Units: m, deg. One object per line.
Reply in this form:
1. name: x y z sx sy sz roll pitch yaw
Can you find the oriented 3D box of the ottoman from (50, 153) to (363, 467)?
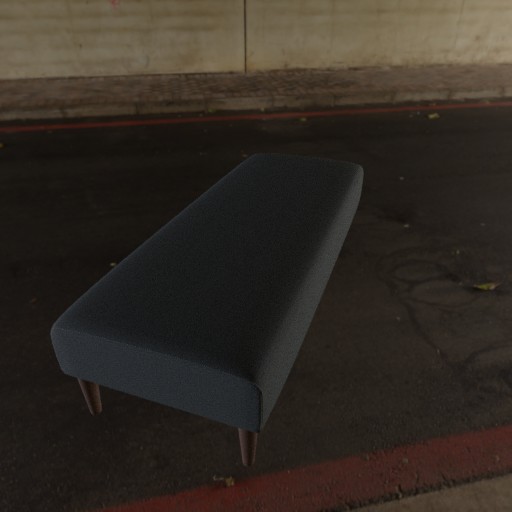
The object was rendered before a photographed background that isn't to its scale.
1. ottoman: 0.000 0.000 1.823 0.646 0.393 1.609 10 32 17
